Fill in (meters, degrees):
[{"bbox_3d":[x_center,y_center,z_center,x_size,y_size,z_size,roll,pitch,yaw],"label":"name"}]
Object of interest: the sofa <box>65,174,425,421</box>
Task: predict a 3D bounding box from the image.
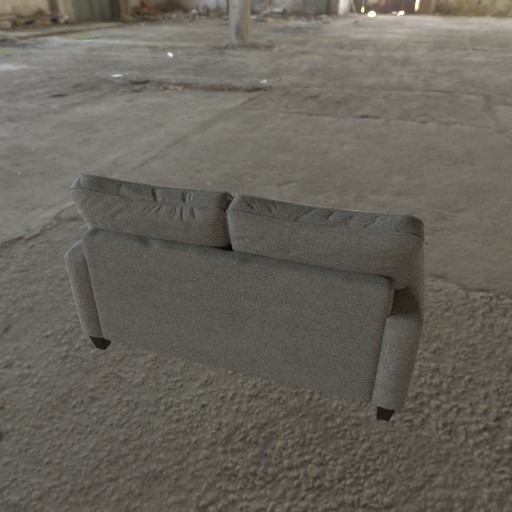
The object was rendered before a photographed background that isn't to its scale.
[{"bbox_3d":[0.000,0.000,2.311,1.651,0.965,0.965,10,32,16],"label":"sofa"}]
